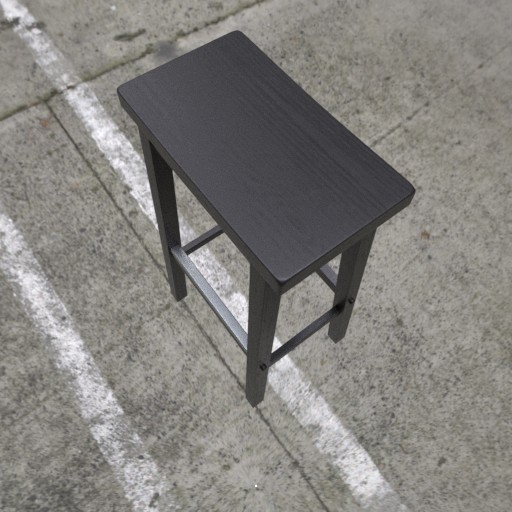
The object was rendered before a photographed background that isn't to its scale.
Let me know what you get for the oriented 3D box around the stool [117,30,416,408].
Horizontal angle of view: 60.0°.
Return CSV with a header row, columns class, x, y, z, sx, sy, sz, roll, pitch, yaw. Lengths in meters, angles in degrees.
class,x,y,z,sx,sy,sz,roll,pitch,yaw
stool,0.000,0.000,0.953,0.322,0.742,0.406,-34,67,-16
